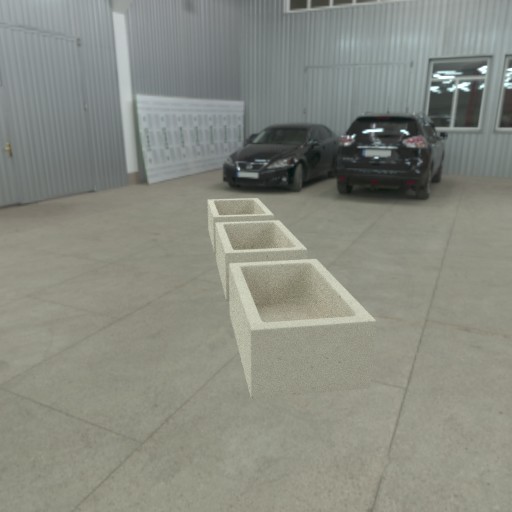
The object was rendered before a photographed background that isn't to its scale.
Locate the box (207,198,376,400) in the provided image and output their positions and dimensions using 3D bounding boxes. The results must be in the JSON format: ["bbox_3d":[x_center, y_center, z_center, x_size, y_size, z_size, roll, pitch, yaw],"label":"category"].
[{"bbox_3d":[0.000,0.000,0.502,0.082,0.051,0.461,-3,18,-9],"label":"box"}]
